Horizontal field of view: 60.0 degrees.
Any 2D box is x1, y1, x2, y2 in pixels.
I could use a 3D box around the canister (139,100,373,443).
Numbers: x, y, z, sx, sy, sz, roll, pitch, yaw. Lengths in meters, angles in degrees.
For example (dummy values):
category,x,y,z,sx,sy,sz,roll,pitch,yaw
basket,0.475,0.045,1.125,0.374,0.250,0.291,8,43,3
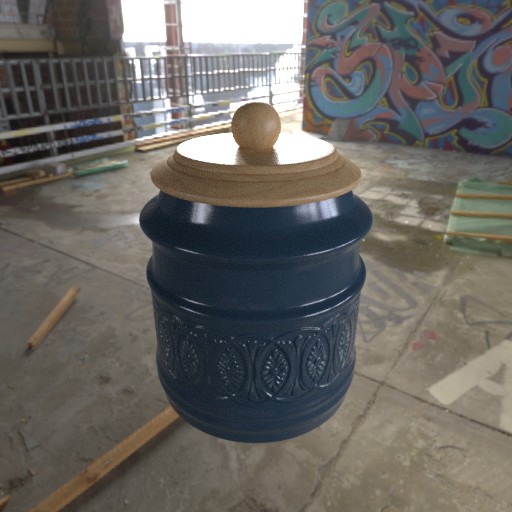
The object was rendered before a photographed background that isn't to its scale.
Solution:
category,x,y,z,sx,sy,sz,roll,pitch,yaw
canister,0.000,0.000,0.265,0.130,0.176,0.130,0,26,0
